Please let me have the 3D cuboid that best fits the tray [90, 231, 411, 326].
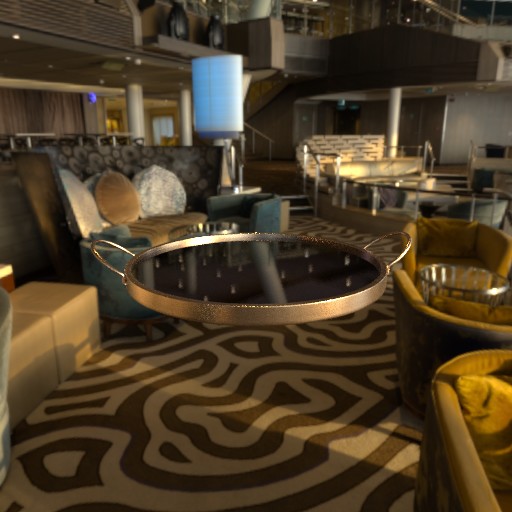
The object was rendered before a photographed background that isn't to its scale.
[{"bbox_3d":[0.000,0.000,0.766,0.543,0.069,0.438,-2,15,-7],"label":"tray"}]
